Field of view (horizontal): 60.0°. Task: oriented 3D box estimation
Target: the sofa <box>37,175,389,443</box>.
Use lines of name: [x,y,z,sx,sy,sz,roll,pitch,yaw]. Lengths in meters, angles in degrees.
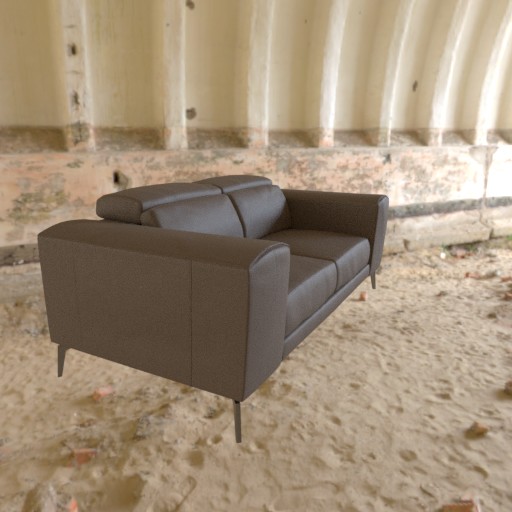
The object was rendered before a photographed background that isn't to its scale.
sofa: [0.000,0.000,2.384,1.003,0.779,1.895,8,17,28]
